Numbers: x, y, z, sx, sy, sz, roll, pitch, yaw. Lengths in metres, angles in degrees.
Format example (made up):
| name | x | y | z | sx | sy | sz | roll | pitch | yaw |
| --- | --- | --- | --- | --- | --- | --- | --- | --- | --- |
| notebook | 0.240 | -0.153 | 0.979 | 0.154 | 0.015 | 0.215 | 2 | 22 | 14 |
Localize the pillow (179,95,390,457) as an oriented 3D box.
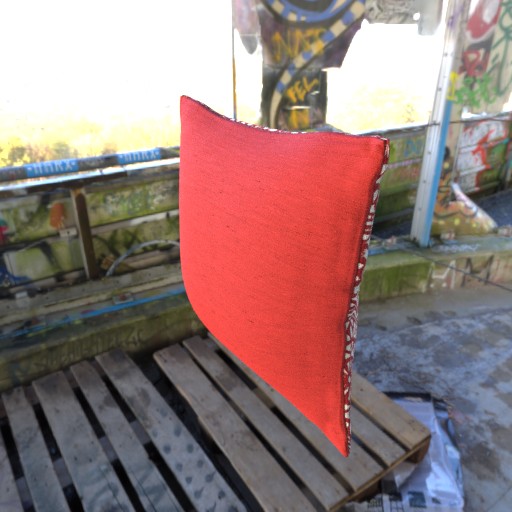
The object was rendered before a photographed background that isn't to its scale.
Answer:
| name | x | y | z | sx | sy | sz | roll | pitch | yaw |
| --- | --- | --- | --- | --- | --- | --- | --- | --- | --- |
| pillow | 0.000 | 0.000 | 0.662 | 0.162 | 0.419 | 0.438 | -17 | 31 | -31 |
